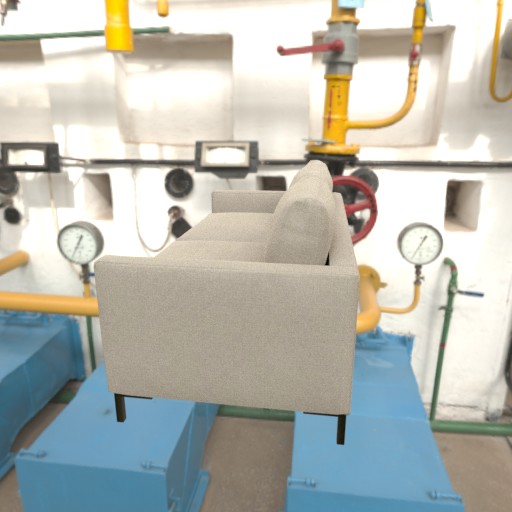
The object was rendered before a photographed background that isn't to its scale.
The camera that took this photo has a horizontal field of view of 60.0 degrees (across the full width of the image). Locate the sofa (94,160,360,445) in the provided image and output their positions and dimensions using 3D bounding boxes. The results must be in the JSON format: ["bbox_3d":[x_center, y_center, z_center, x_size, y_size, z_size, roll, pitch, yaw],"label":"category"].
[{"bbox_3d":[0.000,0.000,2.207,0.875,0.840,1.682,2,17,8],"label":"sofa"}]
